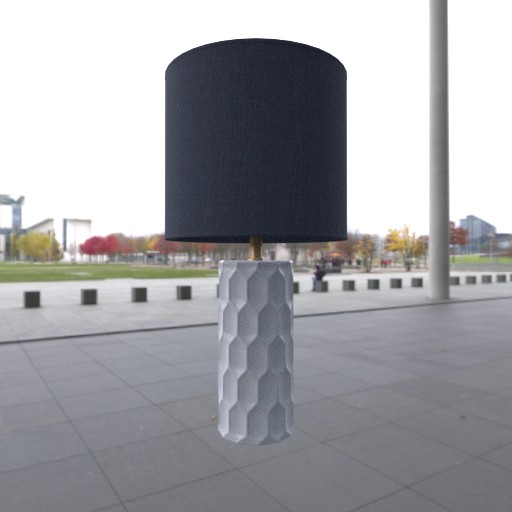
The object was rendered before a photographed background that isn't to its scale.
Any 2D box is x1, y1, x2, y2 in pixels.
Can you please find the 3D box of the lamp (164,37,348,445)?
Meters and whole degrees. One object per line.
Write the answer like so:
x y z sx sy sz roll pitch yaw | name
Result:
0.000 0.000 0.682 0.277 0.537 0.277 0 0 -18 | lamp
